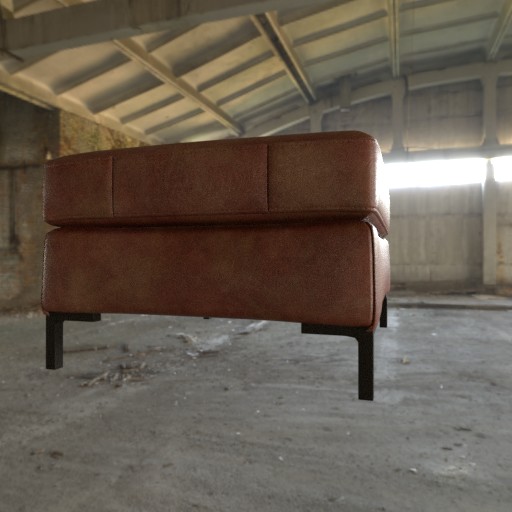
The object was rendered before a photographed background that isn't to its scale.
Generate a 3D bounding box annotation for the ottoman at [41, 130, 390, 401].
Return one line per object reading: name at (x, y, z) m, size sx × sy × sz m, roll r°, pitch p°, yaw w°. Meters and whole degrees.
ottoman at (0.000, 0.000, 1.698) m, size 0.965 × 0.667 × 1.186 m, roll 0°, pitch 0°, yaw 18°
